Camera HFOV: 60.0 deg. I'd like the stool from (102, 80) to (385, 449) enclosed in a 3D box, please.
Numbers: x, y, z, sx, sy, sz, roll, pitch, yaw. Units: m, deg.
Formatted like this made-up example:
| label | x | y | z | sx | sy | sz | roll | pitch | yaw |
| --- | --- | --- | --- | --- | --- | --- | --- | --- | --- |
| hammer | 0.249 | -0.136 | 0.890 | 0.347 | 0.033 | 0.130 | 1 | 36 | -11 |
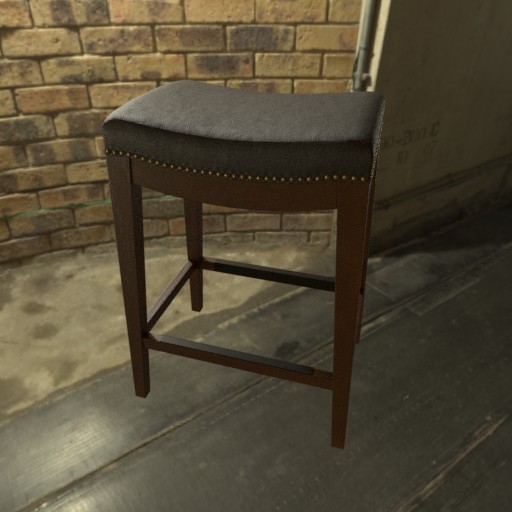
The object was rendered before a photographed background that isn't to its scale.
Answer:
| label | x | y | z | sx | sy | sz | roll | pitch | yaw |
| --- | --- | --- | --- | --- | --- | --- | --- | --- | --- |
| stool | 0.000 | 0.000 | 0.956 | 0.490 | 0.664 | 0.353 | 9 | 34 | 14 |
